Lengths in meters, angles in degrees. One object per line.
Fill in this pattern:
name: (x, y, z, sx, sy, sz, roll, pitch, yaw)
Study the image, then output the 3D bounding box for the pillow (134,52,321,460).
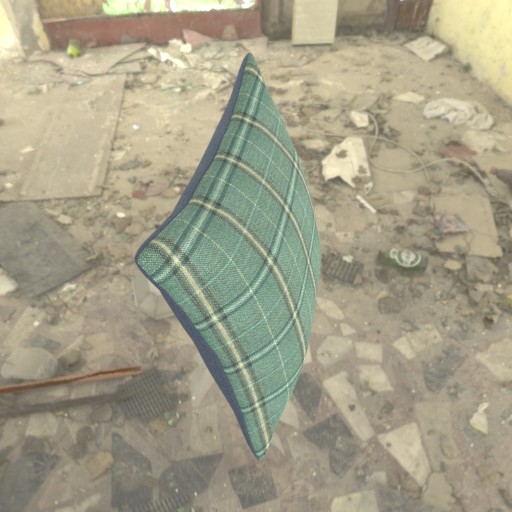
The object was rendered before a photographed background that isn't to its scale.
pillow: (0.000, 0.000, 0.681, 0.200, 0.430, 0.453, 9, 47, 8)
